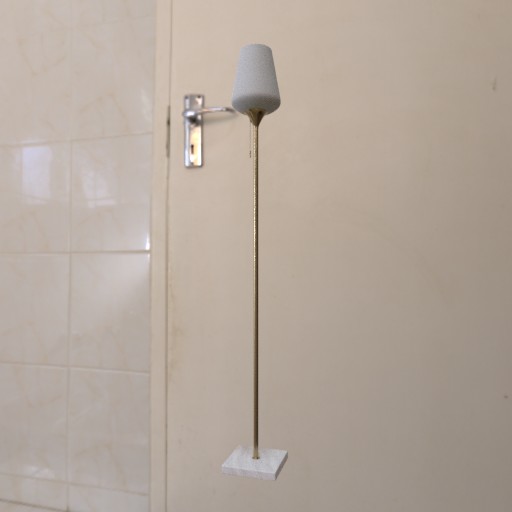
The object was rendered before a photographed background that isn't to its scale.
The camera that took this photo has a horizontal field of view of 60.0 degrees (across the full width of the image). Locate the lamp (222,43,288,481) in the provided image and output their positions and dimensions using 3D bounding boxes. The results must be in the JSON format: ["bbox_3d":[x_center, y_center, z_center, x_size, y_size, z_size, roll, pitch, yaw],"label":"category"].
[{"bbox_3d":[0.000,0.000,1.941,0.232,1.813,0.229,0,-2,17],"label":"lamp"}]
